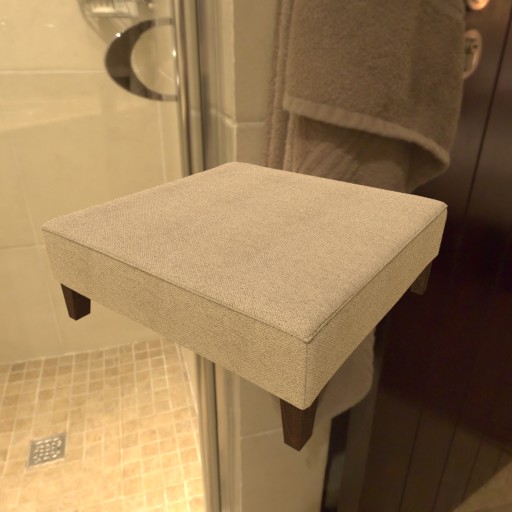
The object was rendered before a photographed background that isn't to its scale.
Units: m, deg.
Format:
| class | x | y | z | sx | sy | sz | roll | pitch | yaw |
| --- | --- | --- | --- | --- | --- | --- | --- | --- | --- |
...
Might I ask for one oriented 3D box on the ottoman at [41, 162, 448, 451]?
| class | x | y | z | sx | sy | sz | roll | pitch | yaw |
| --- | --- | --- | --- | --- | --- | --- | --- | --- | --- |
| ottoman | 0.000 | 0.000 | 1.530 | 0.982 | 0.381 | 0.973 | 18 | 32 | 32 |
